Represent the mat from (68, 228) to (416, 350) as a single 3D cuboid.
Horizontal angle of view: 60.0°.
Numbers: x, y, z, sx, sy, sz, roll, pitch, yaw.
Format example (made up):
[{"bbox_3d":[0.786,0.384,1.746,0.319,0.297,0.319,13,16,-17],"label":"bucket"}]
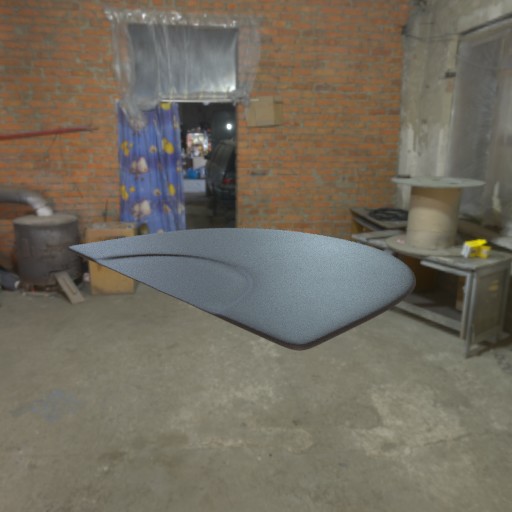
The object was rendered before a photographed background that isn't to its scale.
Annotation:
[{"bbox_3d":[0.000,0.000,1.611,0.917,0.016,1.220,-13,20,-42],"label":"mat"}]
